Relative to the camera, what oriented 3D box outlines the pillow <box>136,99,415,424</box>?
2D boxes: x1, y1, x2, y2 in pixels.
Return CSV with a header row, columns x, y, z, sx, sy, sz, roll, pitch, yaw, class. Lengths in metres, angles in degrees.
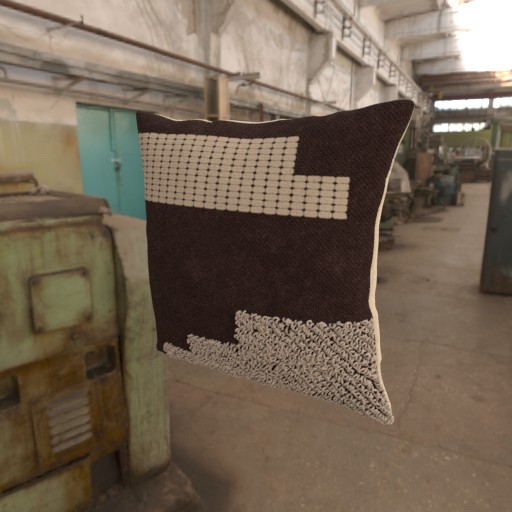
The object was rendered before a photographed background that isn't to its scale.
x,y,z,sx,sy,sz,roll,pitch,yaw,class
0.000,0.000,0.727,0.475,0.473,0.178,7,15,28,pillow
